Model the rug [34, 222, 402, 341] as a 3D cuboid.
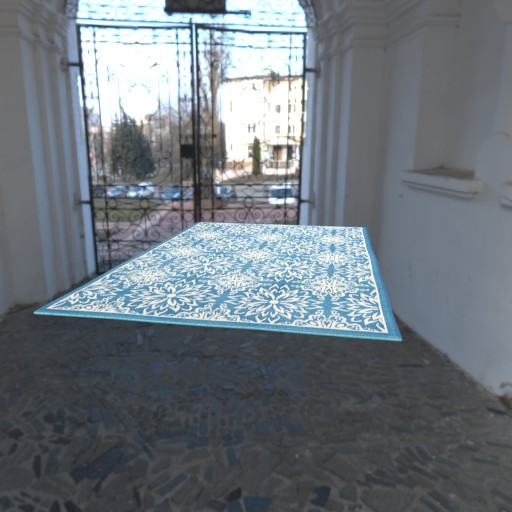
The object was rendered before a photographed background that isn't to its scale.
[{"bbox_3d":[0.000,0.000,3.446,1.830,0.018,2.769,3,14,10],"label":"rug"}]
